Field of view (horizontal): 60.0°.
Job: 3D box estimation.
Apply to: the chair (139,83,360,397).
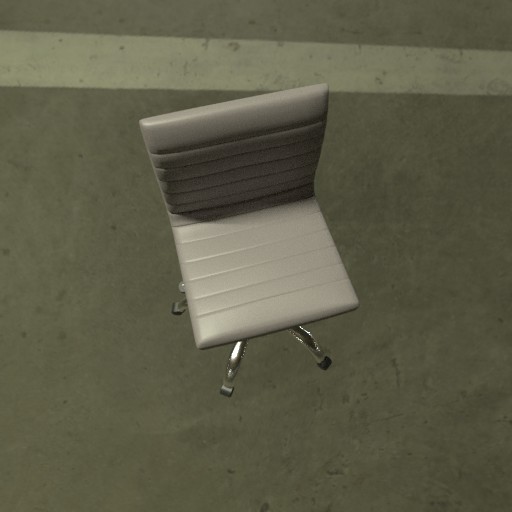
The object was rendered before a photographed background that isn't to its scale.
[{"bbox_3d":[0.000,0.000,1.154,0.556,0.780,0.530,-13,64,-7],"label":"chair"}]
